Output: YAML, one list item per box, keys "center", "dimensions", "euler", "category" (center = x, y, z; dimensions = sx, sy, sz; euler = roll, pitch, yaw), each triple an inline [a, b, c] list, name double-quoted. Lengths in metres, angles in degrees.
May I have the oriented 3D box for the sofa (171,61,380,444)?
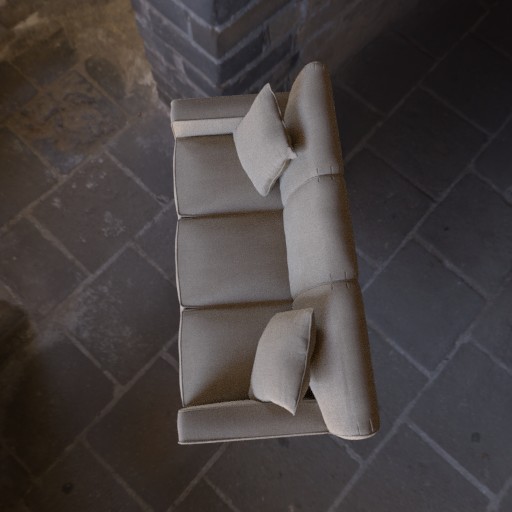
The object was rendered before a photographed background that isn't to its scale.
- center: [0.000, 0.000, 2.643]
  dimensions: [0.997, 0.958, 2.024]
  euler: [-4, 73, -1]
  category: "sofa"
